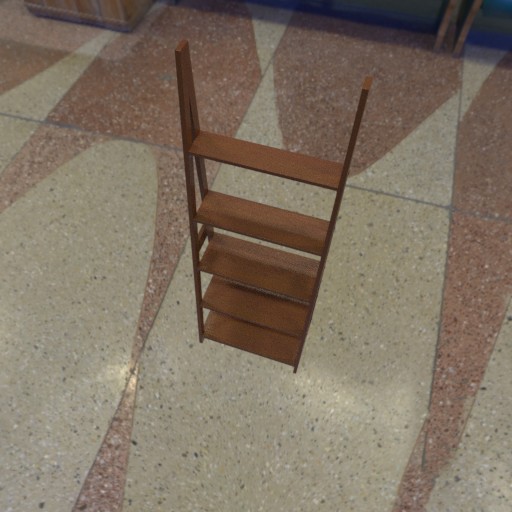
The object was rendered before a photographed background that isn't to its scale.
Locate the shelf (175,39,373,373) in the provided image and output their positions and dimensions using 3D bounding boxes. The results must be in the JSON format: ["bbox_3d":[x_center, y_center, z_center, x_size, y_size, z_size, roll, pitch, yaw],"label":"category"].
[{"bbox_3d":[0.000,0.000,2.047,0.630,1.780,0.356,16,59,10],"label":"shelf"}]
